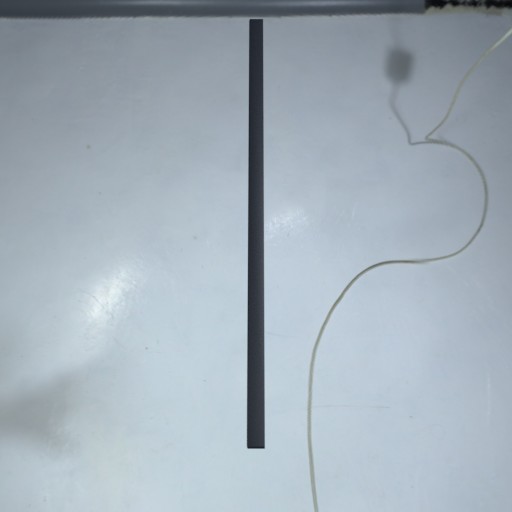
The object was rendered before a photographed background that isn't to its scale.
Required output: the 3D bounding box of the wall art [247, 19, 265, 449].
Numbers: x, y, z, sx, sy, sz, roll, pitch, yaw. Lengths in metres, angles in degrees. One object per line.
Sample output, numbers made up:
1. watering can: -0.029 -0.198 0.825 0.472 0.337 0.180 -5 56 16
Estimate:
1. wall art: 0.000 0.000 0.728 0.018 0.450 0.521 0 75 0
